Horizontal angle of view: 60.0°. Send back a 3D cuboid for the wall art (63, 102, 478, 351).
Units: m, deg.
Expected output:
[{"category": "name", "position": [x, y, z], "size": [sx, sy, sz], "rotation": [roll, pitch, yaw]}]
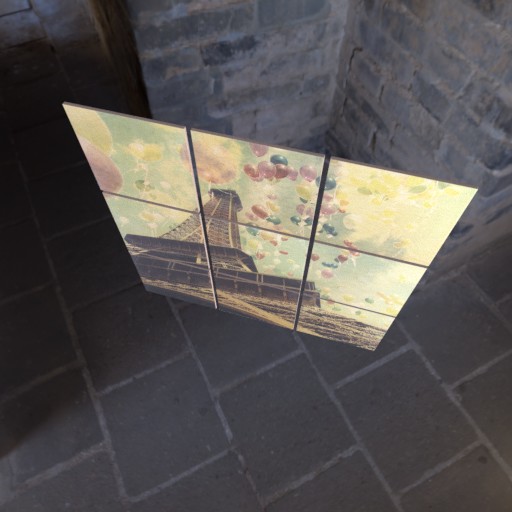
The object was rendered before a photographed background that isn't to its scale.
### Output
[{"category": "wall art", "position": [0.000, 0.000, 1.774], "size": [1.219, 1.218, 0.013], "rotation": [14, 59, 8]}]
